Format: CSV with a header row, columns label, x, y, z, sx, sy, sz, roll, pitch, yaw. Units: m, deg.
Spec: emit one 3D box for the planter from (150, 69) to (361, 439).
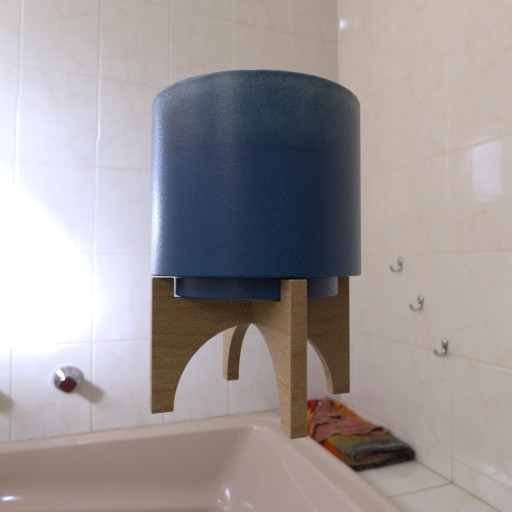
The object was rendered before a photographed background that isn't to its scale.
label,x,y,z,sx,sy,sz,roll,pitch,yaw
planter,0.000,0.000,0.566,0.261,0.367,0.261,0,-1,0
